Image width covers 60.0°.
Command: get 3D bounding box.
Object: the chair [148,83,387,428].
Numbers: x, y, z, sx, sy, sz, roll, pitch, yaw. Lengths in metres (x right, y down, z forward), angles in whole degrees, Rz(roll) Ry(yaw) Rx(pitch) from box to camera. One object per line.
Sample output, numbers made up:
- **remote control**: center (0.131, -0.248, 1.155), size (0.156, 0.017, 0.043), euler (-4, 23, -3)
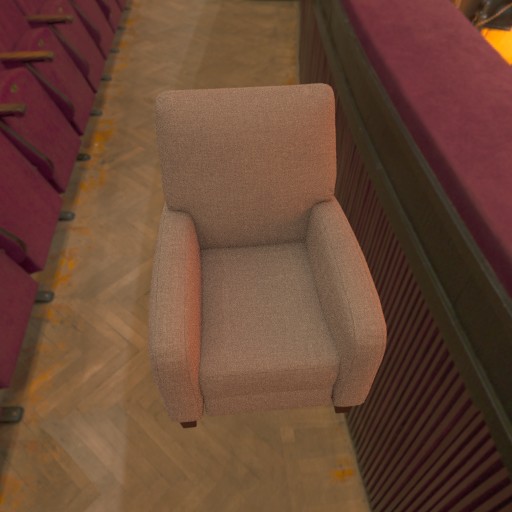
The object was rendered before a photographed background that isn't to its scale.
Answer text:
- **chair**: center (0.000, 0.000, 1.692), size (0.762, 0.990, 0.990), euler (-4, 46, -4)
